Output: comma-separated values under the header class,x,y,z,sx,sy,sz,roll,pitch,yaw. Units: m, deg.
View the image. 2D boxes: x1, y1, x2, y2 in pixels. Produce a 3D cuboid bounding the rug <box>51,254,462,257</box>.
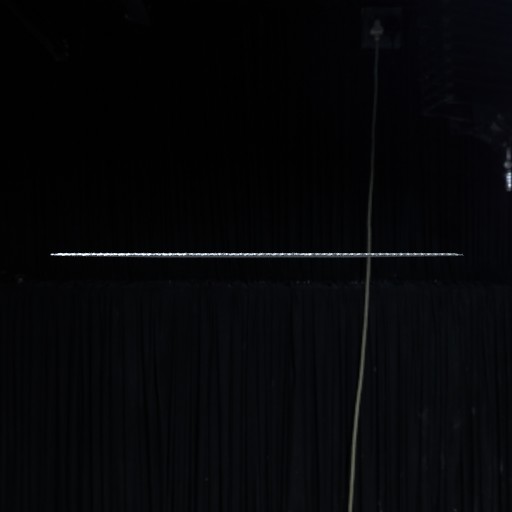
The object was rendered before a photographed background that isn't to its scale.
class,x,y,z,sx,sy,sz,roll,pitch,yaw
rug,0.000,0.000,3.926,2.312,0.013,2.940,0,0,0
